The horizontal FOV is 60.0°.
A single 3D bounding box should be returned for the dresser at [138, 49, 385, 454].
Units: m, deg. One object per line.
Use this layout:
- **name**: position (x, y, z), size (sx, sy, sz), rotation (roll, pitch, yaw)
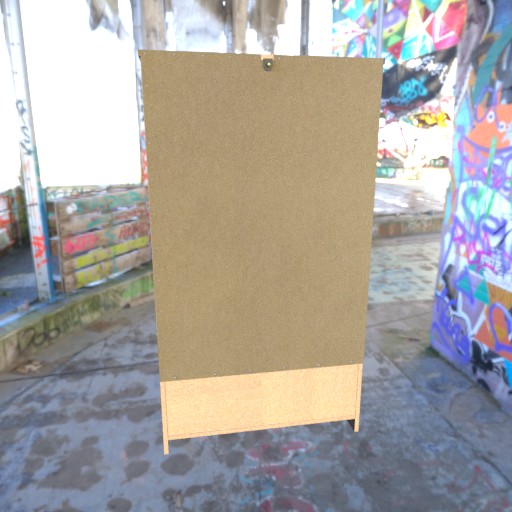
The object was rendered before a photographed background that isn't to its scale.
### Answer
- **dresser**: position (0.000, 0.000, 1.564), size (0.704, 1.254, 0.418), rotation (-3, 15, -10)
